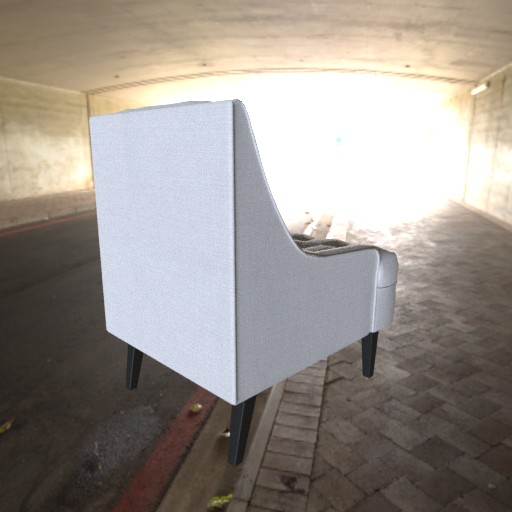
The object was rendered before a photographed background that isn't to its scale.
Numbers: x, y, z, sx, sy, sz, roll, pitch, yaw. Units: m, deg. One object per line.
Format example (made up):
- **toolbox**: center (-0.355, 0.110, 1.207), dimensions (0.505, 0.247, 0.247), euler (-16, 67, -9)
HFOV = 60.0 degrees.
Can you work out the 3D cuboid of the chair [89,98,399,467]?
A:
- **chair**: center (0.000, 0.000, 1.447), dimensions (0.772, 0.891, 0.658), euler (-13, 18, -43)
